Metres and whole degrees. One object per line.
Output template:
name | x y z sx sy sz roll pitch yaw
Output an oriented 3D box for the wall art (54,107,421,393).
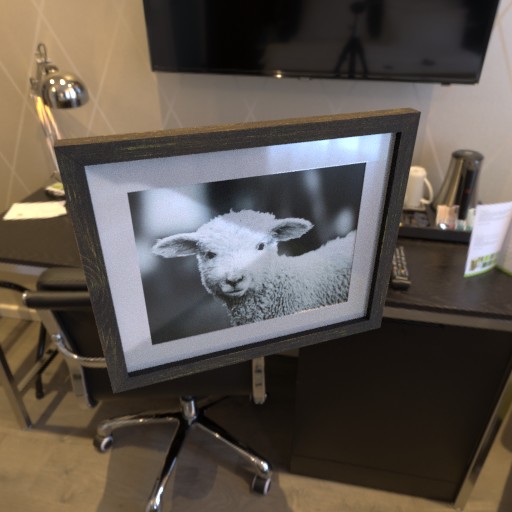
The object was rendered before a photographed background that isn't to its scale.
wall art | 0.000 0.000 0.776 0.558 0.457 0.032 -10 33 -16
